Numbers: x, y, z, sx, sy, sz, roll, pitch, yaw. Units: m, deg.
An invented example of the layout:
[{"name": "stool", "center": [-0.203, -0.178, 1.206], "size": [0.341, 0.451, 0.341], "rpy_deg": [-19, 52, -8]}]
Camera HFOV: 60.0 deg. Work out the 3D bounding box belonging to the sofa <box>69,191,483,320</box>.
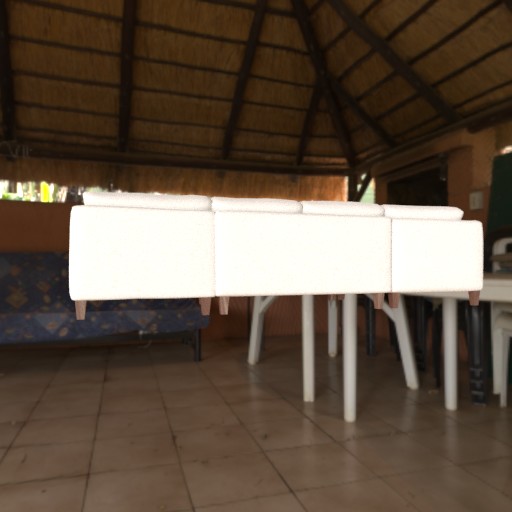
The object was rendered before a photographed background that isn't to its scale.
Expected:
[{"name": "sofa", "center": [0.000, 0.000, 4.411], "size": [3.238, 0.853, 2.551], "rpy_deg": [0, -1, -18]}]
